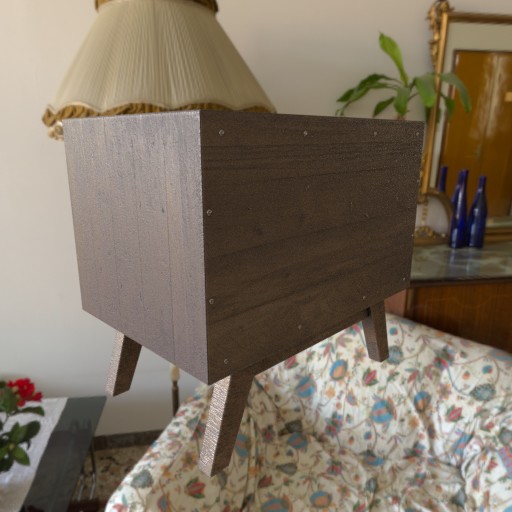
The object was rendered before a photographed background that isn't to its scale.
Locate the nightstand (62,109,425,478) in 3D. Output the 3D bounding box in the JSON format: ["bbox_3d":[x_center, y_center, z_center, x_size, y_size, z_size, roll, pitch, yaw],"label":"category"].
[{"bbox_3d":[0.000,0.000,1.022,0.650,0.599,0.450,-15,21,-43],"label":"nightstand"}]
